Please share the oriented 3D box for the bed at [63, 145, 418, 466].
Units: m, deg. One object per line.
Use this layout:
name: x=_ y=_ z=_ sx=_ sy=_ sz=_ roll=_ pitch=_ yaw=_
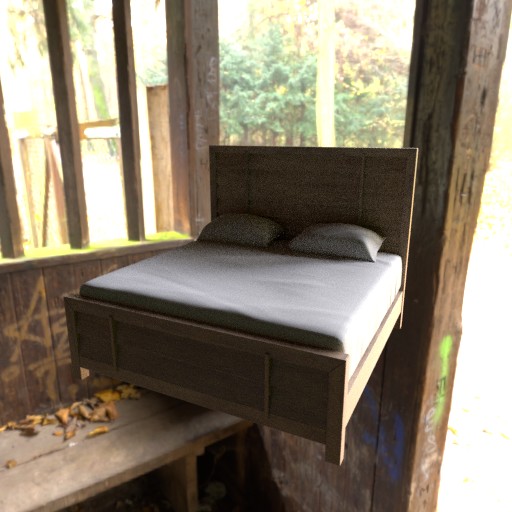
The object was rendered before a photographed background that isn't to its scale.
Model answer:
bed: x=0.000 y=0.000 z=3.505 sx=2.032 sy=1.626 sz=2.032 roll=8 pitch=17 yaw=26
